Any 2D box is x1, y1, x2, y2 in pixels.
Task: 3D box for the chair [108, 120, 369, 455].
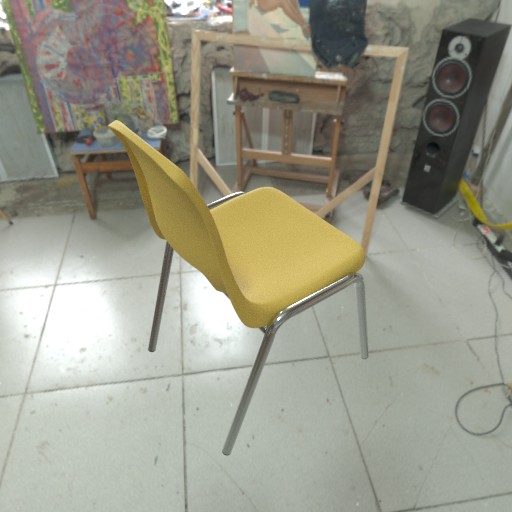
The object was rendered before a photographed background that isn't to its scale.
[{"bbox_3d":[0.000,0.000,0.924,0.436,0.653,0.381,-27,48,-28],"label":"chair"}]
